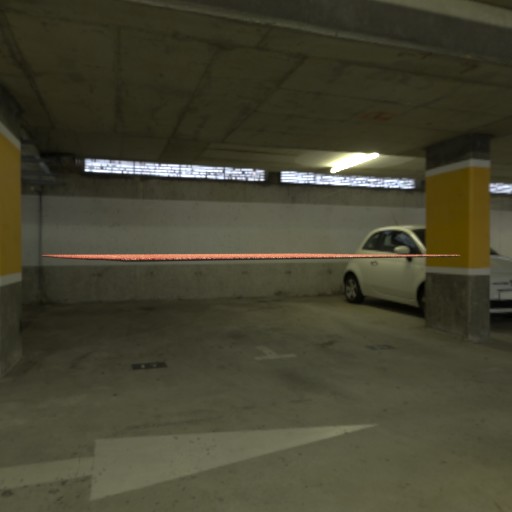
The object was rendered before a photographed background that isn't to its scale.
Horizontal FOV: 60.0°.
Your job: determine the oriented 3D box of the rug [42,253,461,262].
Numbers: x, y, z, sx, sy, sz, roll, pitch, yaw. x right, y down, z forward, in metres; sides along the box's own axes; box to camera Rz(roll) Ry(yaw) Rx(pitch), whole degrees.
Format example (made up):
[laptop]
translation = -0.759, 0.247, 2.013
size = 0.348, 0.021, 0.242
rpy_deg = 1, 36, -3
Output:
[rug]
translation = 0.000, 0.000, 2.200
size = 1.747, 0.011, 1.139
rpy_deg = -1, 1, -36
